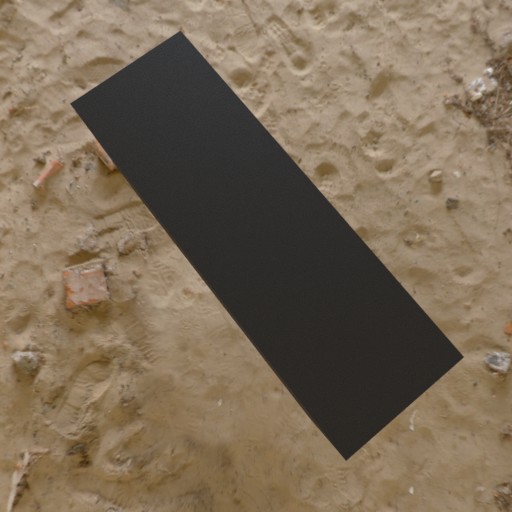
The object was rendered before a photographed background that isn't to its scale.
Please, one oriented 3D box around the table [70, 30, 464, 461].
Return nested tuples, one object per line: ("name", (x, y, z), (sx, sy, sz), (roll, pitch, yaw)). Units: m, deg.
("table", (0.000, 0.000, 1.599), (0.400, 0.855, 1.200), (-38, 80, -8))
